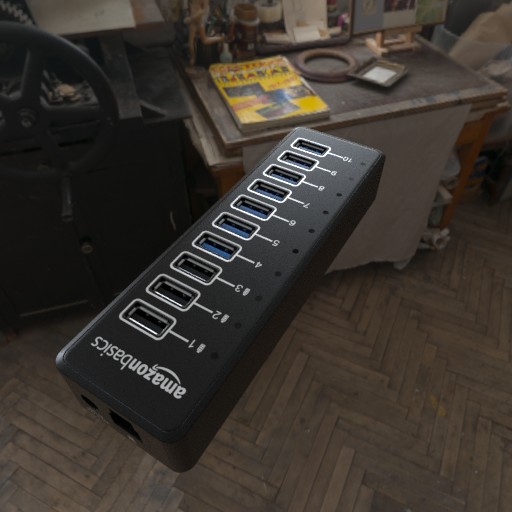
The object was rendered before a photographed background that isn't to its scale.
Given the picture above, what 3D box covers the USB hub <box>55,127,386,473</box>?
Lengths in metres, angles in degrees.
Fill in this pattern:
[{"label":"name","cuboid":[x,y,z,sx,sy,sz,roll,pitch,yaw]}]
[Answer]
[{"label":"USB hub","cuboid":[0.000,0.000,0.163,0.044,0.023,0.145,24,52,21]}]
